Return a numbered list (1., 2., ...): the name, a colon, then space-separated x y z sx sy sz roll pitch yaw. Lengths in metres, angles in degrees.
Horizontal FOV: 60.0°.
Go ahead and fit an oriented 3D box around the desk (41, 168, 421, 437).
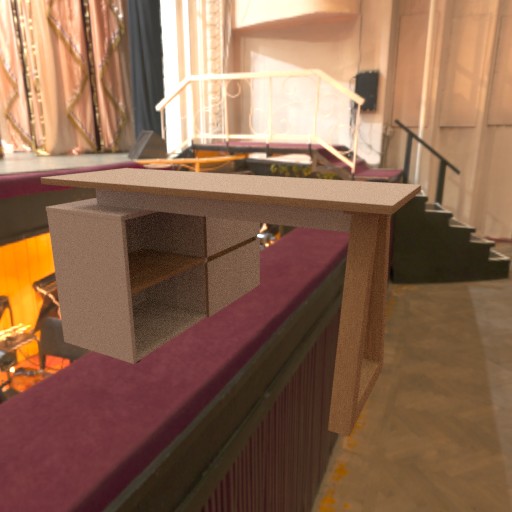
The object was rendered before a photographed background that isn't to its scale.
1. desk: 0.000 0.000 2.058 1.404 0.755 1.098 8 18 27
